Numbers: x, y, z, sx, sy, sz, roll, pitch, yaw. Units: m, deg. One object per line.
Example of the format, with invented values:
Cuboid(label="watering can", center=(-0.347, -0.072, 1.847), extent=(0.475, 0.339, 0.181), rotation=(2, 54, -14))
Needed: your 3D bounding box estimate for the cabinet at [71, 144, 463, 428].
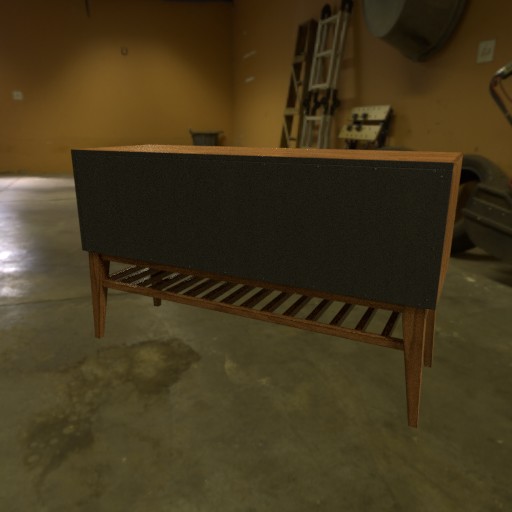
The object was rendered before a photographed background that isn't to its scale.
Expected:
Cuboid(label="cabinet", center=(0.000, 0.000, 1.734), extent=(1.363, 0.802, 0.477), rotation=(8, 18, 26))
